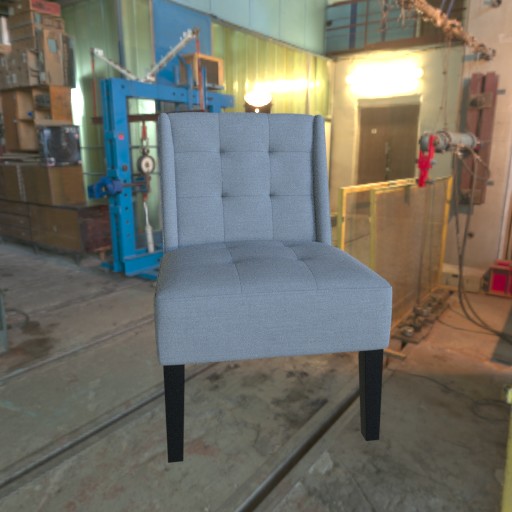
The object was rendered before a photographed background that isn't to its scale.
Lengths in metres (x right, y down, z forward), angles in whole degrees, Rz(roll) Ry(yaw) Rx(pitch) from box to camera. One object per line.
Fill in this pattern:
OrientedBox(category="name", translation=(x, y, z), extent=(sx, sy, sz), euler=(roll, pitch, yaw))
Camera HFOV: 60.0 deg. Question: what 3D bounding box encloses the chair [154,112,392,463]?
OrientedBox(category="chair", translation=(0.000, 0.000, 1.315), extent=(0.569, 0.853, 0.676), euler=(-2, 14, -9))
